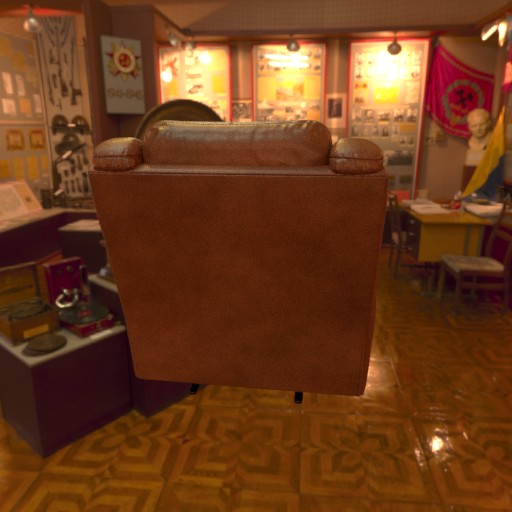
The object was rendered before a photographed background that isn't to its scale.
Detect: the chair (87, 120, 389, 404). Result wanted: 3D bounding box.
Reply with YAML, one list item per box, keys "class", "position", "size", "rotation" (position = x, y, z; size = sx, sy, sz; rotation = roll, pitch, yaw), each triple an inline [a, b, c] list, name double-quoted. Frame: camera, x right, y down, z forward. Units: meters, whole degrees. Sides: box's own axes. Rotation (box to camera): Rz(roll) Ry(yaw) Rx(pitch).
- class: "chair"
  position: [0.000, 0.000, 1.894]
  size: [0.990, 1.093, 1.041]
  rotation: [2, 16, 8]
